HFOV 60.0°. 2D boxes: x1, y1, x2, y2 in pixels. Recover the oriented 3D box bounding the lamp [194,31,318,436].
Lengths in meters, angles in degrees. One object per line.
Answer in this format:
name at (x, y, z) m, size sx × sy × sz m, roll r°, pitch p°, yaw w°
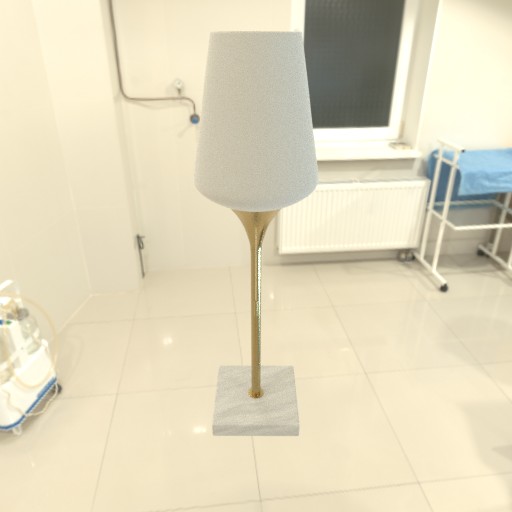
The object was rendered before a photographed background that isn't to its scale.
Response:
lamp at (0.000, 0.000, 0.707) m, size 0.181 × 0.639 × 0.181 m, roll 0°, pitch 27°, yaw 0°
